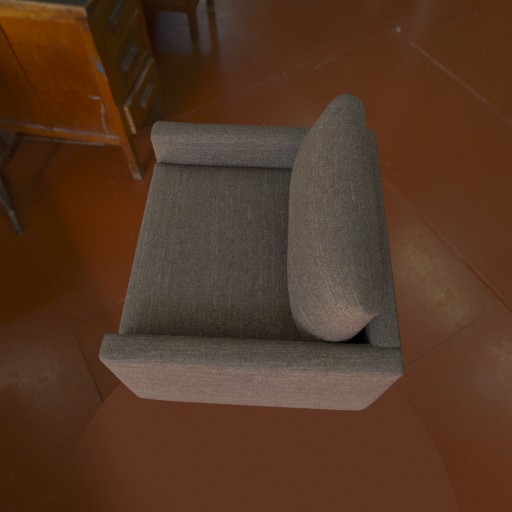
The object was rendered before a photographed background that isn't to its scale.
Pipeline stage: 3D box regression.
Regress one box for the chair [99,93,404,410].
[{"bbox_3d":[0.000,0.000,1.572,0.845,0.841,0.940,2,60,1],"label":"chair"}]
